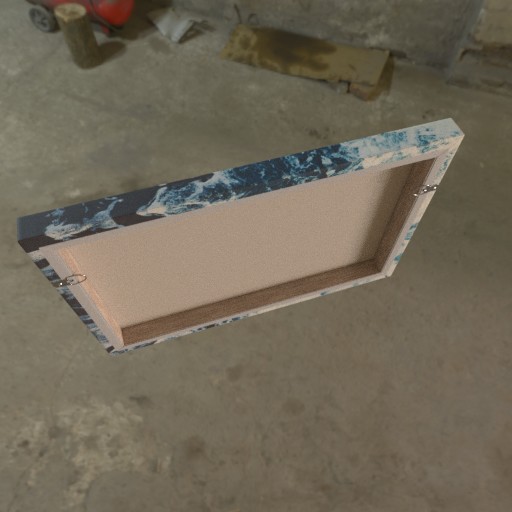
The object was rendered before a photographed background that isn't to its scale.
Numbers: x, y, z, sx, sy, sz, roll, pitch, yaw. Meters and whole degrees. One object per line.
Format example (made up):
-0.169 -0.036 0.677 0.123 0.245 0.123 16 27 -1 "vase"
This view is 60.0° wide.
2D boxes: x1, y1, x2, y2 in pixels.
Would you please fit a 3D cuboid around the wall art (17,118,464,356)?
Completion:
0.000 0.000 0.758 0.609 0.407 0.043 -15 59 -9 "wall art"
